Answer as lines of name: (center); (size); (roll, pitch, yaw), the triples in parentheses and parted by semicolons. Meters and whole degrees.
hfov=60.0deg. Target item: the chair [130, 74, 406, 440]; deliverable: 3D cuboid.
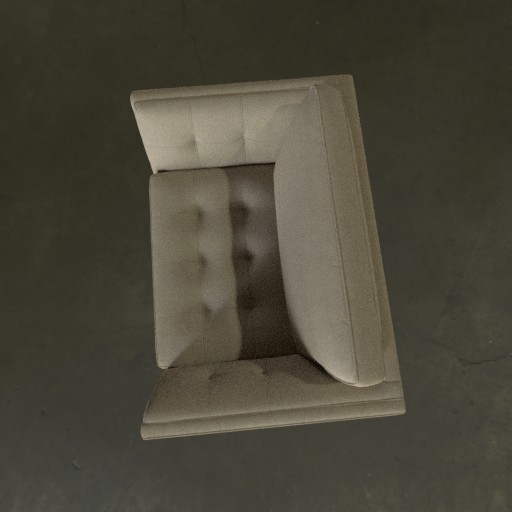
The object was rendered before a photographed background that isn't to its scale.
chair: (0.000, 0.000, 2.024); (0.965, 0.940, 1.397); (-5, 77, -1)
